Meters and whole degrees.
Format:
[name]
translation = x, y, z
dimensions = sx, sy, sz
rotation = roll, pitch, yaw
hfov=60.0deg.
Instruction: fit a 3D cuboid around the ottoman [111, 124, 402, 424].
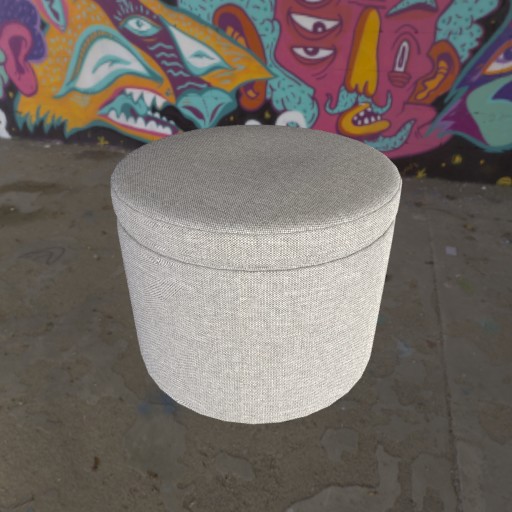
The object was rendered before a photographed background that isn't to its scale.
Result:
[ottoman]
translation = 0.000, 0.000, 0.881
dimensions = 0.500, 0.419, 0.500
rotation = 0, 32, 0
